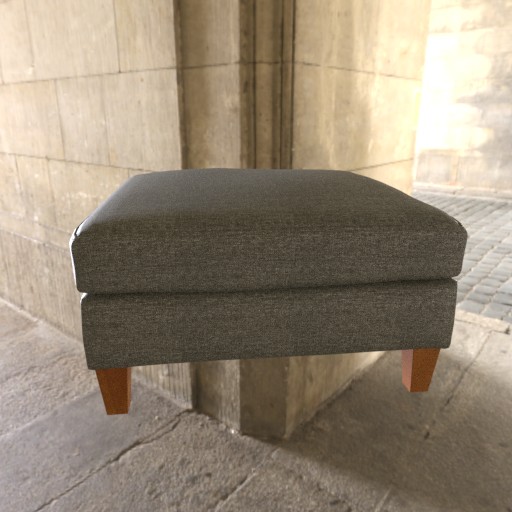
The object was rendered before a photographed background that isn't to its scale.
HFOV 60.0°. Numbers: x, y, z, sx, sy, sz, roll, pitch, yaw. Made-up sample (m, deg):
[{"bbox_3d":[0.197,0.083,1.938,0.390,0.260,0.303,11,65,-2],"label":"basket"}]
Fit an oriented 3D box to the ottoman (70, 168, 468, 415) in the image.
[{"bbox_3d":[0.000,0.000,1.332,0.838,0.481,0.838,-2,18,-7],"label":"ottoman"}]
